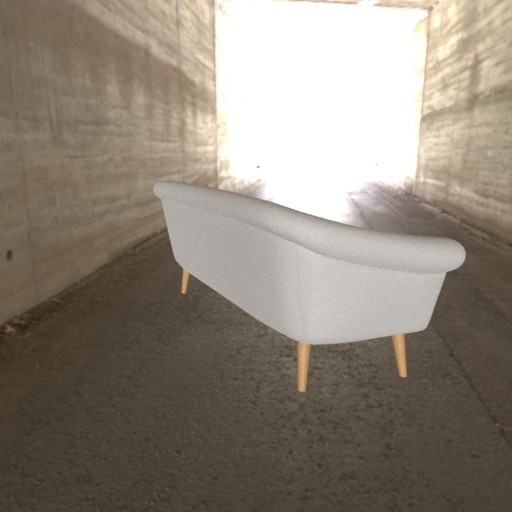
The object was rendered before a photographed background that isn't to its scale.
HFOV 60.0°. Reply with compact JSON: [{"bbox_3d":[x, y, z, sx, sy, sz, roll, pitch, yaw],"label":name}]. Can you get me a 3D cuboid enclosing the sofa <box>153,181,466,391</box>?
[{"bbox_3d":[0.000,0.000,2.568,0.827,0.795,2.160,-7,15,-27],"label":"sofa"}]
